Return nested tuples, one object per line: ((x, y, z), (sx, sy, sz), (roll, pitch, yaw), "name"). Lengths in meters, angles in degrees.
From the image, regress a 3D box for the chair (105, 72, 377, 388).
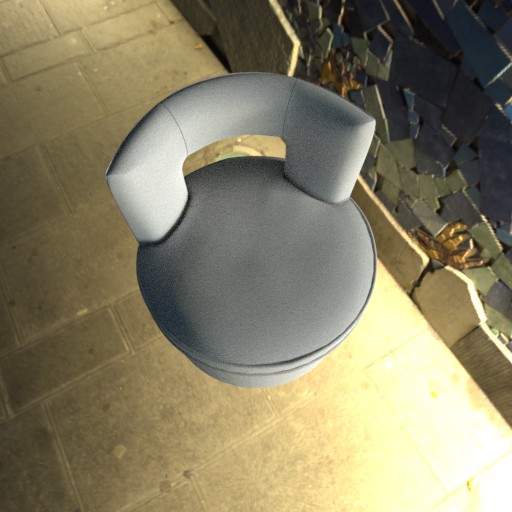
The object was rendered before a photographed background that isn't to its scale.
((0.000, 0.000, 1.241), (0.650, 0.723, 0.665), (-13, 64, -7), "chair")
